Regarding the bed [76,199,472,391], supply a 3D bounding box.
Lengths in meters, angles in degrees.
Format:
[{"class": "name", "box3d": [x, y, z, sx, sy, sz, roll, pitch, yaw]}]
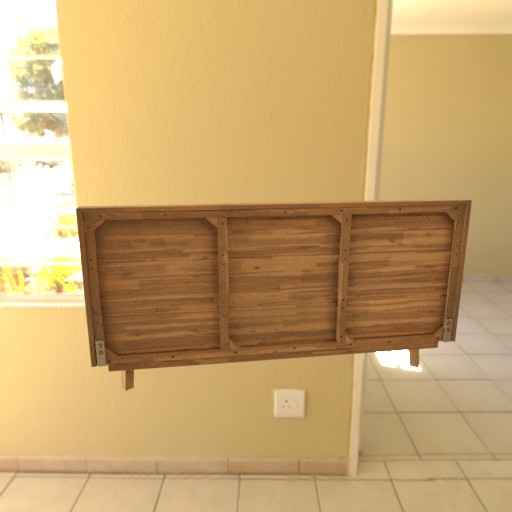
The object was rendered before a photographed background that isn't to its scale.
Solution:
[{"class": "bed", "box3d": [0.000, 0.000, 3.490, 2.116, 1.100, 2.167, -2, 14, -8]}]
